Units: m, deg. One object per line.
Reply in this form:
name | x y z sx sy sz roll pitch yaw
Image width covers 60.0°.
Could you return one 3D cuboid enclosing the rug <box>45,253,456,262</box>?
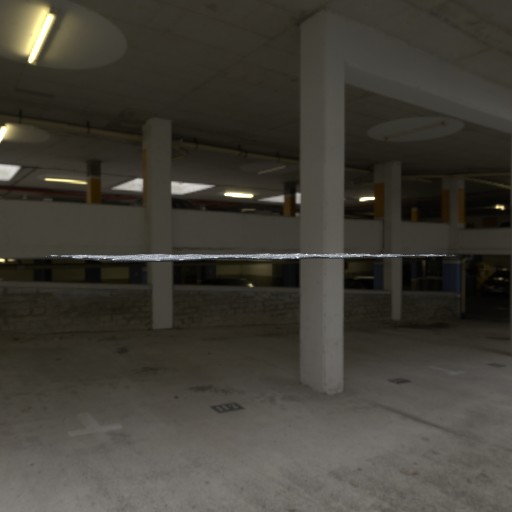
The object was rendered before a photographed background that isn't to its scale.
rug | 0.000 0.000 3.094 2.448 0.017 1.529 -1 1 -35
